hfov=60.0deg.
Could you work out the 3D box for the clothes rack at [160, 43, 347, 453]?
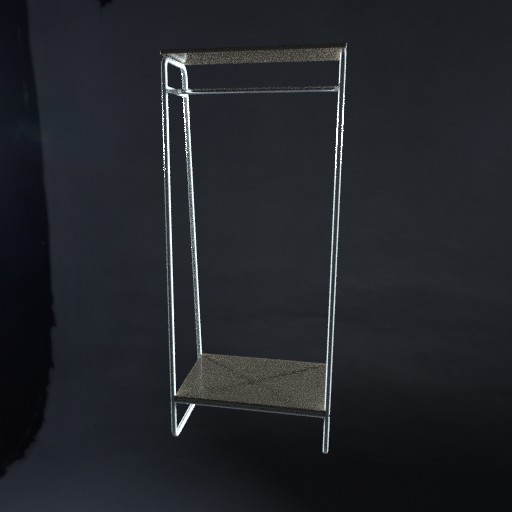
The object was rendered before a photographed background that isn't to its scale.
[{"bbox_3d":[0.000,0.000,1.788,0.640,1.512,0.400,2,15,10],"label":"clothes rack"}]
